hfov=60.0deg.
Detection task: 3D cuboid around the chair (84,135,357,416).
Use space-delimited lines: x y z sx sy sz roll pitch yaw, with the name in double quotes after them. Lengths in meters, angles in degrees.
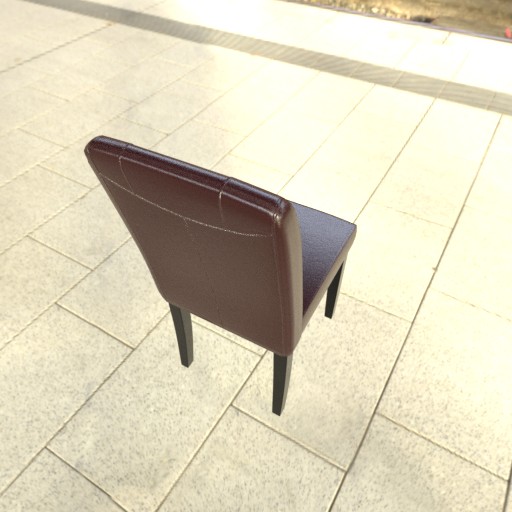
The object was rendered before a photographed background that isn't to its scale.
0.000 0.000 1.182 0.399 0.897 0.556 22 50 19 "chair"
